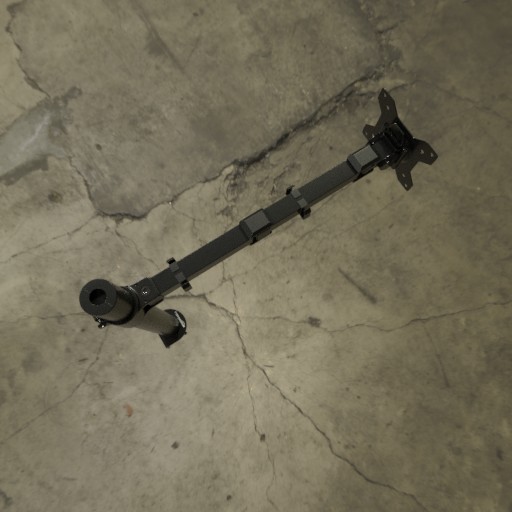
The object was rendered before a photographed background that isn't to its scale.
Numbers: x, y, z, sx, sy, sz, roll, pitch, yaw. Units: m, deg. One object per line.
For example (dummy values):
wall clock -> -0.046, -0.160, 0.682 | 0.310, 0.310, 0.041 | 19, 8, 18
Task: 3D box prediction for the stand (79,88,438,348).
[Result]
stand -> 0.000, 0.000, 0.732 | 0.456, 0.510, 0.115 | -32, 79, -7
